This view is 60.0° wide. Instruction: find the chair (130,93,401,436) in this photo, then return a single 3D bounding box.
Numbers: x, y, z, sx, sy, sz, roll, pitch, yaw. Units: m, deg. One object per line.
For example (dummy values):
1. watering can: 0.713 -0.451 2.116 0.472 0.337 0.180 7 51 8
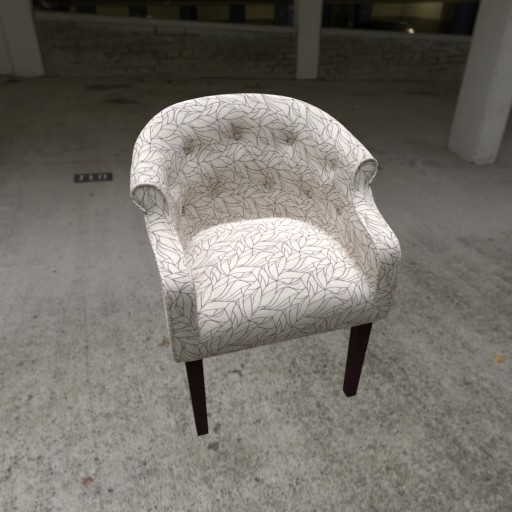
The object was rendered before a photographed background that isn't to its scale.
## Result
1. chair: 0.000 0.000 1.370 0.686 0.858 0.613 -9 33 -15
